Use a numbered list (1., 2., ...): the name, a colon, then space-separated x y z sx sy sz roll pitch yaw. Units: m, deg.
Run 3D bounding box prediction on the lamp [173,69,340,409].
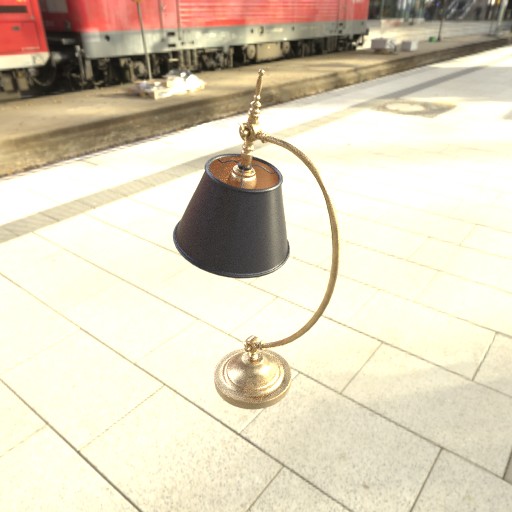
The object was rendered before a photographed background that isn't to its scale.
1. lamp: 0.000 0.000 0.861 0.344 0.675 0.235 20 35 31
